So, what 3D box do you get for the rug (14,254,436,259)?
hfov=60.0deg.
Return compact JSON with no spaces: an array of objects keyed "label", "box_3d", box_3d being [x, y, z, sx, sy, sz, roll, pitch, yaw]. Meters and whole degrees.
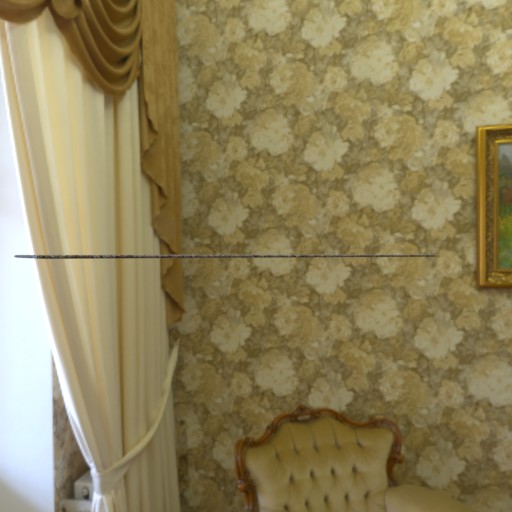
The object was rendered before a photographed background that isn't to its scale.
[{"label":"rug","box_3d":[0.000,0.000,2.458,2.305,0.013,0.719,0,0,-35]}]
